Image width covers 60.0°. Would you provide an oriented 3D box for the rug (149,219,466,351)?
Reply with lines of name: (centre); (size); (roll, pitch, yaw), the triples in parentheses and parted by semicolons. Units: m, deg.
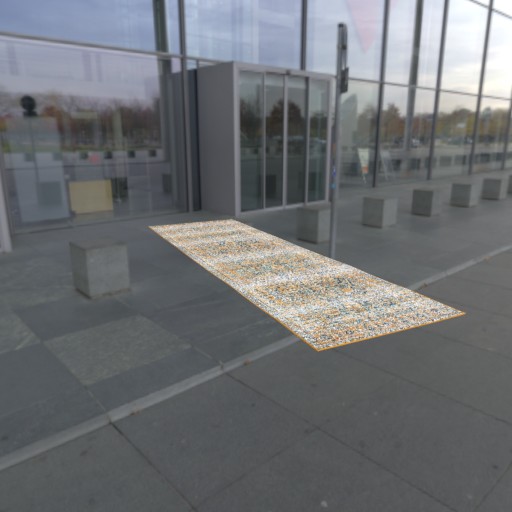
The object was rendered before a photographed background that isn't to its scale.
rug: (0.000, 0.000, 2.586); (0.704, 0.014, 2.294); (-8, 17, -26)
